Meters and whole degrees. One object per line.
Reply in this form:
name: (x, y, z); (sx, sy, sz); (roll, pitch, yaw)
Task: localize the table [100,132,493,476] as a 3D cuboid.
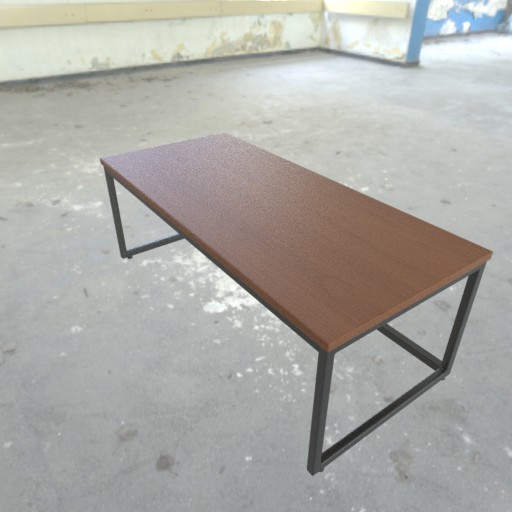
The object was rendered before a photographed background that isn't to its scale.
table: (0.000, 0.000, 1.338); (0.500, 0.400, 1.100); (-21, 38, -30)
